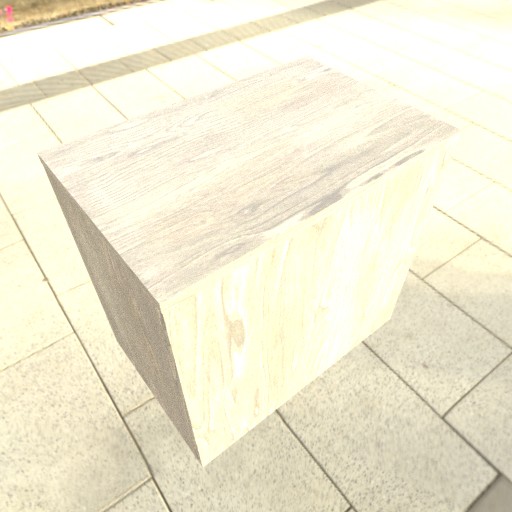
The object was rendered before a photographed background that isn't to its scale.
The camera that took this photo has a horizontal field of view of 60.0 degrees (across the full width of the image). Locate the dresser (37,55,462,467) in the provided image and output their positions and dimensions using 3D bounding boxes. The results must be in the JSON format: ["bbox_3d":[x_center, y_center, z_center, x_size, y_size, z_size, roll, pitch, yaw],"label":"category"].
[{"bbox_3d":[0.000,0.000,1.282,0.809,0.762,0.529,-30,54,-25],"label":"dresser"}]
